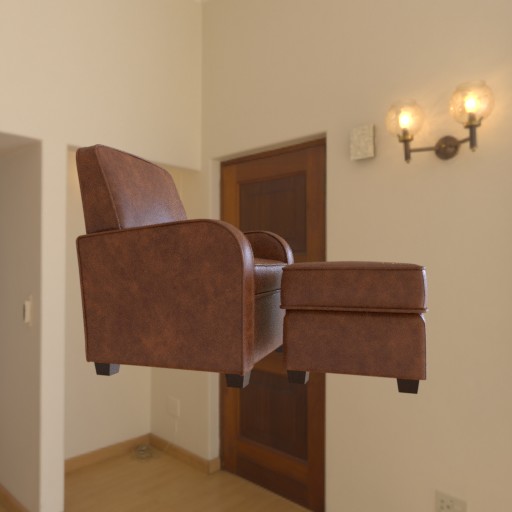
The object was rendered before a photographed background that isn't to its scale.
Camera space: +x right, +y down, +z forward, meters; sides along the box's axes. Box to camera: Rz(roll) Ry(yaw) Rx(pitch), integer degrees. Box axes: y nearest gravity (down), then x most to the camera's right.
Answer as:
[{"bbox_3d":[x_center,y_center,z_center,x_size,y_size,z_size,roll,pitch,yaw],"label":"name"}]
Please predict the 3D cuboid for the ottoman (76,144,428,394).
[{"bbox_3d":[0.000,0.000,1.838,1.314,0.904,0.732,0,-1,18],"label":"ottoman"}]
